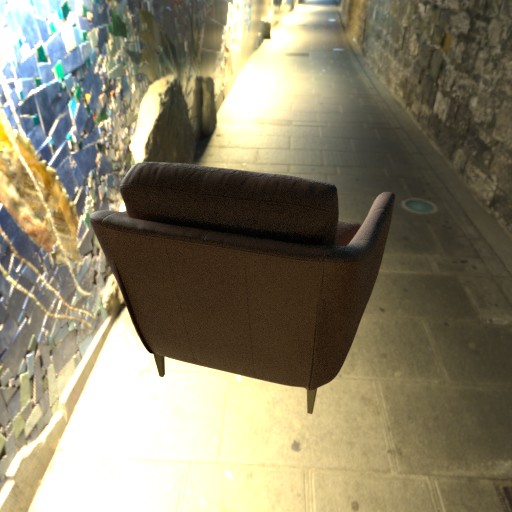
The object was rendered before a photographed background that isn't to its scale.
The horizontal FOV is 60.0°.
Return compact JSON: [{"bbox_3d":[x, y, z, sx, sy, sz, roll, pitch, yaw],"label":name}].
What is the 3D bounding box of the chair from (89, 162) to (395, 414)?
[{"bbox_3d":[0.000,0.000,1.747,0.988,0.895,0.963,9,33,14],"label":"chair"}]
